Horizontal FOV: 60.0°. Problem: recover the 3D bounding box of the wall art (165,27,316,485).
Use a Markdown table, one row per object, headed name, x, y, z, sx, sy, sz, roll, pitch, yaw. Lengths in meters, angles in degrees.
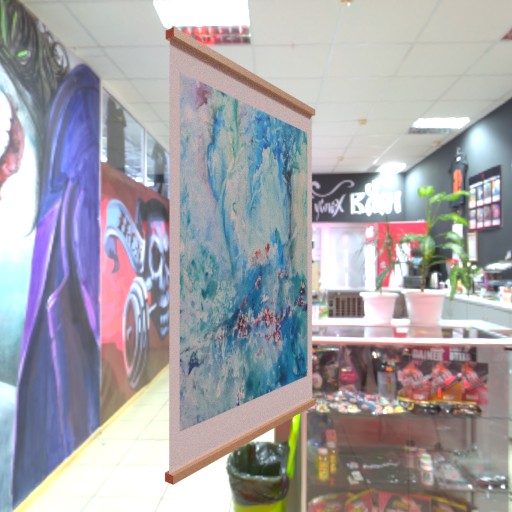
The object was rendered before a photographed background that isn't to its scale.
| name | x | y | z | sx | sy | sz | roll | pitch | yaw |
| --- | --- | --- | --- | --- | --- | --- | --- | --- | --- |
| wall art | 0.000 | 0.000 | 1.876 | 0.040 | 1.510 | 0.991 | 0 | -1 | 36 |
